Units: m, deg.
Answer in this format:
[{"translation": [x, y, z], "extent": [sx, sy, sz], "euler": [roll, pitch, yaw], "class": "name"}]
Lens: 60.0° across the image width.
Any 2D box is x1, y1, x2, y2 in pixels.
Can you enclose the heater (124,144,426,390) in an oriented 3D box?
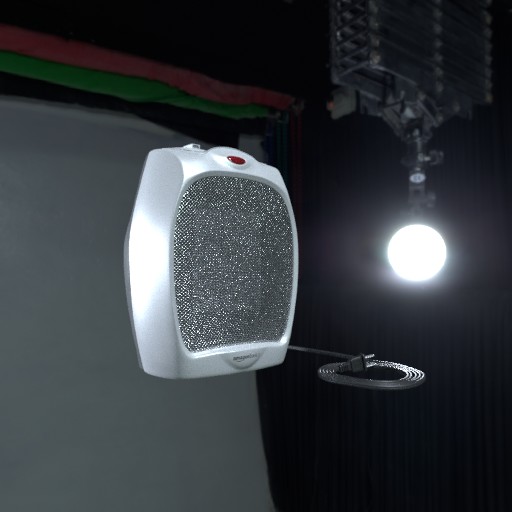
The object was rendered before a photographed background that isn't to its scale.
[{"translation": [0.000, 0.000, 0.472], "extent": [0.239, 0.240, 0.291], "euler": [1, -1, -36], "class": "heater"}]
